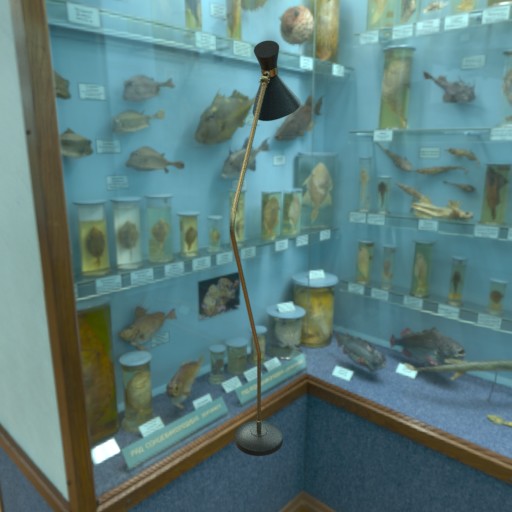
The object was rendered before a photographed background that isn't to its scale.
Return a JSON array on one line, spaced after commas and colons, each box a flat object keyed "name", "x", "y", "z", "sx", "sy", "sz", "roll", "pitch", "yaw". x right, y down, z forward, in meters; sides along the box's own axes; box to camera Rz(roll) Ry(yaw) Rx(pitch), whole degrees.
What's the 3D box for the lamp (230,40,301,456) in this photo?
[{"name": "lamp", "x": 0.000, "y": 0.000, "z": 1.594, "sx": 0.277, "sy": 1.438, "sz": 0.467, "roll": 13, "pitch": 19, "yaw": 43}]
